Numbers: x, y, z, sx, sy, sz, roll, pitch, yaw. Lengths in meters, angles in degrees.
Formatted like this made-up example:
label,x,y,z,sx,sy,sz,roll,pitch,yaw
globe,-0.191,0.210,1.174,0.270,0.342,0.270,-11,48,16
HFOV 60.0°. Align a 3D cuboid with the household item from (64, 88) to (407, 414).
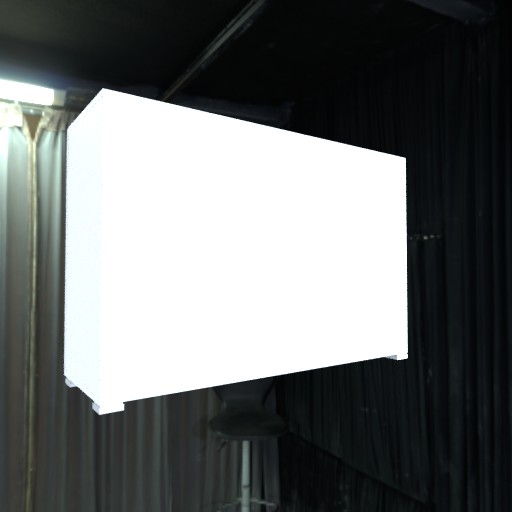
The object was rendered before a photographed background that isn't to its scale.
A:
label,x,y,z,sx,sy,sz,roll,pitch,yaw
household item,0.000,0.000,1.721,1.300,0.867,0.420,1,-2,-35
